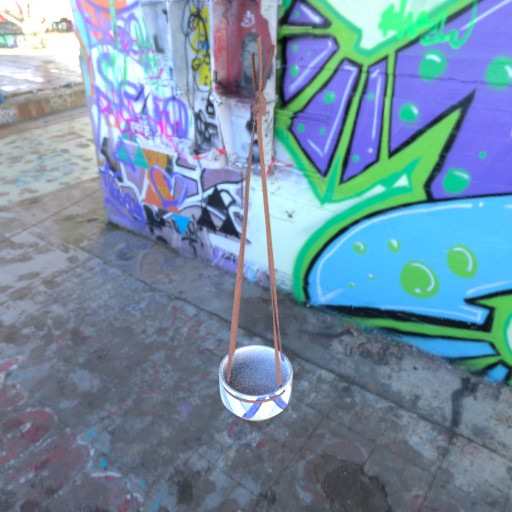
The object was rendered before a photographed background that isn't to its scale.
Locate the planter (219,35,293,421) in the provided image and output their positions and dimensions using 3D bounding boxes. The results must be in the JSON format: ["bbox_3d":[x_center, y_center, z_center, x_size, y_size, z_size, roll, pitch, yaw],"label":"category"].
[{"bbox_3d":[0.000,0.000,0.835,0.166,0.751,0.166,20,35,31],"label":"planter"}]
